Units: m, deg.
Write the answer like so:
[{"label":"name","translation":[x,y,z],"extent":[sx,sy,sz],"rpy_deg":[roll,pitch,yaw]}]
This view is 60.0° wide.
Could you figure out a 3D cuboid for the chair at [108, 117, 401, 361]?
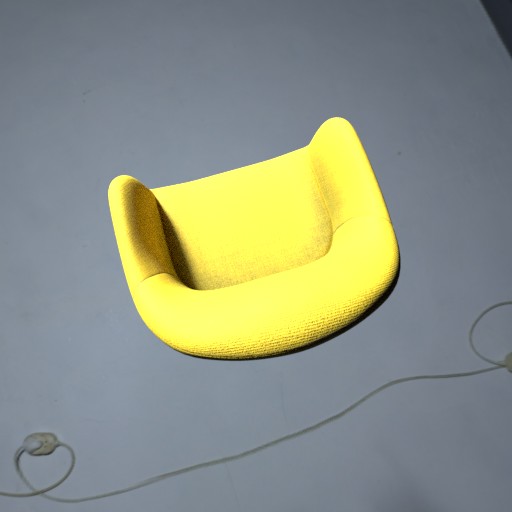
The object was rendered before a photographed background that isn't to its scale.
[{"label":"chair","translation":[0.000,0.000,1.174],"extent":[0.590,0.795,0.550],"rpy_deg":[-16,76,-4]}]
